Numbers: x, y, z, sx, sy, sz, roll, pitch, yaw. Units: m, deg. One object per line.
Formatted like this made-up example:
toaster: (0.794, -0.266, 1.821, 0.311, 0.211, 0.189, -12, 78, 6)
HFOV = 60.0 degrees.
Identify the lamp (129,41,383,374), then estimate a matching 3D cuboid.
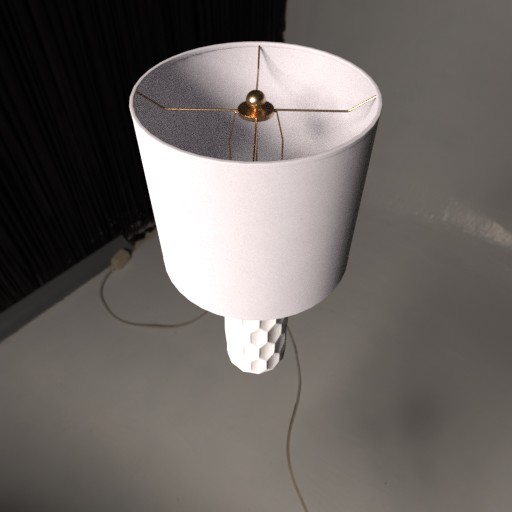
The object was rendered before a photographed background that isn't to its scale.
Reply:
lamp: (0.000, 0.000, 0.688, 0.277, 0.537, 0.277, 32, 54, 26)
